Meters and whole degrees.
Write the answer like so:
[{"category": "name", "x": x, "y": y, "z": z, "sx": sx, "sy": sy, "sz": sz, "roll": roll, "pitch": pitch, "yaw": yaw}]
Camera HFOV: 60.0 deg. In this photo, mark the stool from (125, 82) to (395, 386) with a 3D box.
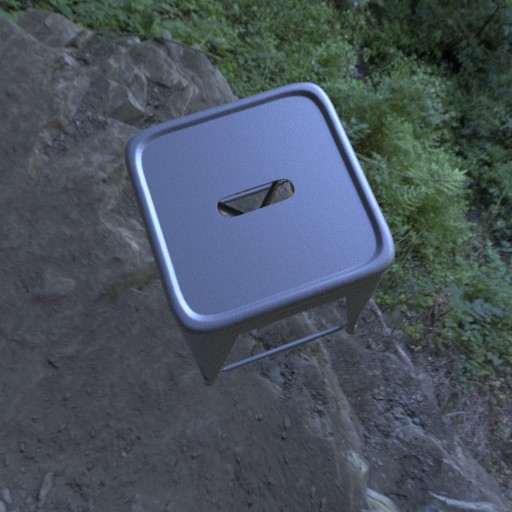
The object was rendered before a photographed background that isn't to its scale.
[{"category": "stool", "x": 0.000, "y": 0.000, "z": 0.885, "sx": 0.406, "sy": 0.610, "sz": 0.406, "roll": -19, "pitch": 76, "yaw": -5}]
